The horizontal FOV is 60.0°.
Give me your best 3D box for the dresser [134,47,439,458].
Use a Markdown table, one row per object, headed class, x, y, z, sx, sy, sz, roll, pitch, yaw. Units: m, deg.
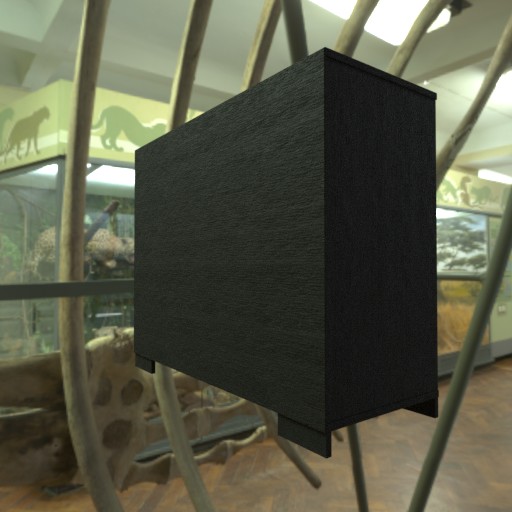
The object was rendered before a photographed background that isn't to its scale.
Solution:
| class | x | y | z | sx | sy | sz | roll | pitch | yaw |
| --- | --- | --- | --- | --- | --- | --- | --- | --- | --- |
| dresser | 0.000 | 0.000 | 1.393 | 0.404 | 0.816 | 0.994 | 1 | -1 | -37 |
